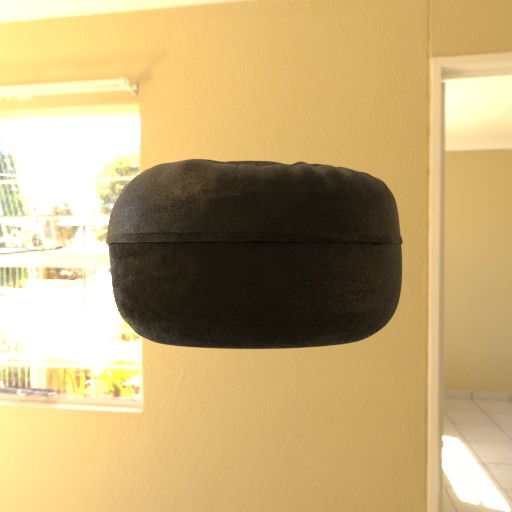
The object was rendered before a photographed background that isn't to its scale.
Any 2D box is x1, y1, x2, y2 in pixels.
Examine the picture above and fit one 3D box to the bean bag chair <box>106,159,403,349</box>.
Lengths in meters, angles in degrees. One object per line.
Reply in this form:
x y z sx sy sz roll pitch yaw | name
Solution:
0.000 0.000 2.533 1.524 0.878 1.524 0 0 -1 | bean bag chair
